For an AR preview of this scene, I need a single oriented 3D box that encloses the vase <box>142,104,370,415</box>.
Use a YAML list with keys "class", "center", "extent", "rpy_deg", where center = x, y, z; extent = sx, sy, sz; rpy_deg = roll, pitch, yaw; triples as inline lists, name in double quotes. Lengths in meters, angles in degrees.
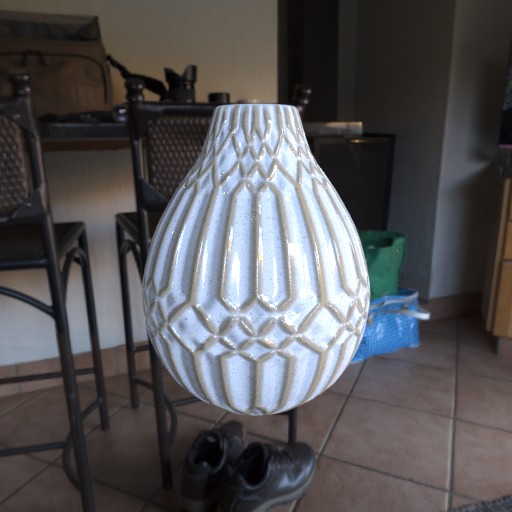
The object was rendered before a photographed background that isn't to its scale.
- class: "vase"
  center: [0.000, 0.000, 0.313]
  extent: [0.159, 0.200, 0.159]
  rpy_deg: [0, 14, 0]
